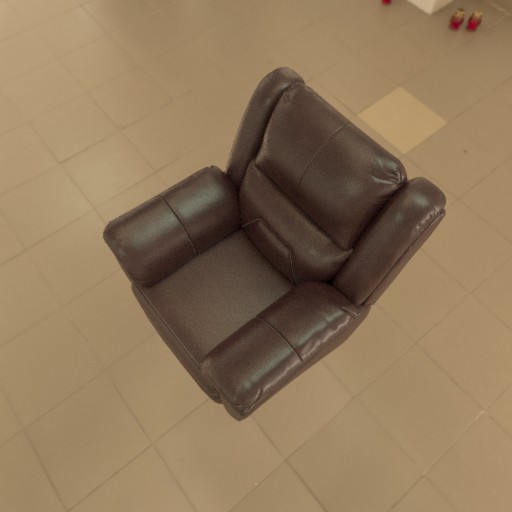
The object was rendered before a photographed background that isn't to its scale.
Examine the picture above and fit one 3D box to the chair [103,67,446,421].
[{"bbox_3d":[0.000,0.000,1.945,1.041,1.093,0.990,-36,68,-17],"label":"chair"}]
